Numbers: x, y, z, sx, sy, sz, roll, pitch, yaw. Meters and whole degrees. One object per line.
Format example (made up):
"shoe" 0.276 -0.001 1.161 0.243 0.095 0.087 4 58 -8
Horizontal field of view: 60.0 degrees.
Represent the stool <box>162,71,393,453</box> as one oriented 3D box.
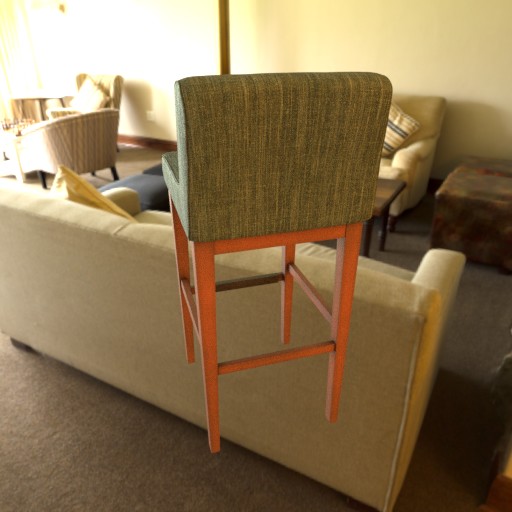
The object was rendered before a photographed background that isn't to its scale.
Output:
"stool" 0.000 0.000 1.225 0.426 0.965 0.499 -8 27 -15
